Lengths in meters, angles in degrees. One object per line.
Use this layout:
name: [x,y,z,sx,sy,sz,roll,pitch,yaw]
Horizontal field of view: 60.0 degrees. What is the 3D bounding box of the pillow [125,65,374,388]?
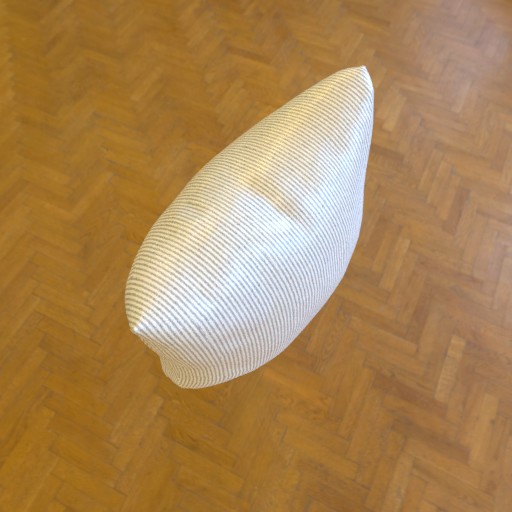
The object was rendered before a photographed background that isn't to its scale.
pillow: [0.000,0.000,0.687,0.387,0.432,0.310,-17,64,-9]
